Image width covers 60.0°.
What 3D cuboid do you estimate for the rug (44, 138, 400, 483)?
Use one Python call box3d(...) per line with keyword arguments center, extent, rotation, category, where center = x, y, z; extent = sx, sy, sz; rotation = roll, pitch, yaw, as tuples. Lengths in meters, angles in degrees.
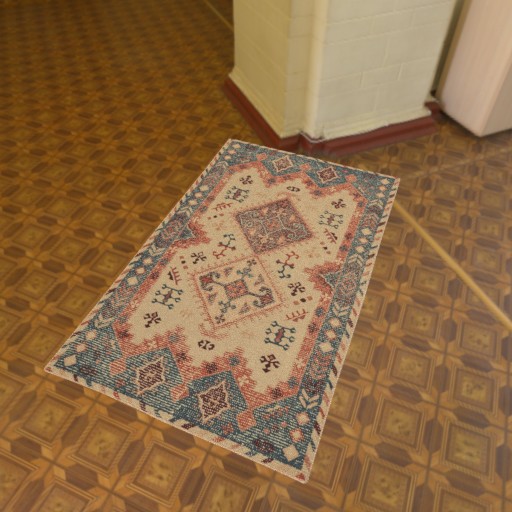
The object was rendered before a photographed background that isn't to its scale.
box3d(center=(0.000, 0.000, 3.005), extent=(1.521, 0.023, 2.464), rotation=(17, 50, 15), category="rug")
